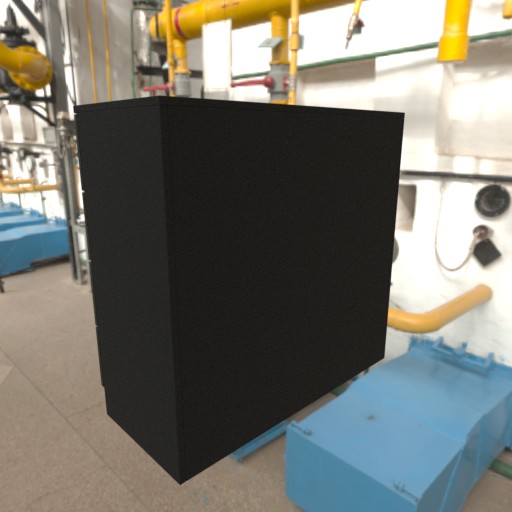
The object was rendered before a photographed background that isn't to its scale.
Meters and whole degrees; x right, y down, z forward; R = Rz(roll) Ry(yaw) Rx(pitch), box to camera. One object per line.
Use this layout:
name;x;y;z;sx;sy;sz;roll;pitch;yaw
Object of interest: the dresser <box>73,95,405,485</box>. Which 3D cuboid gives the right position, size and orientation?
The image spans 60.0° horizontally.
dresser;0.000;0.000;1.148;0.750;0.720;0.360;-14;20;-42
